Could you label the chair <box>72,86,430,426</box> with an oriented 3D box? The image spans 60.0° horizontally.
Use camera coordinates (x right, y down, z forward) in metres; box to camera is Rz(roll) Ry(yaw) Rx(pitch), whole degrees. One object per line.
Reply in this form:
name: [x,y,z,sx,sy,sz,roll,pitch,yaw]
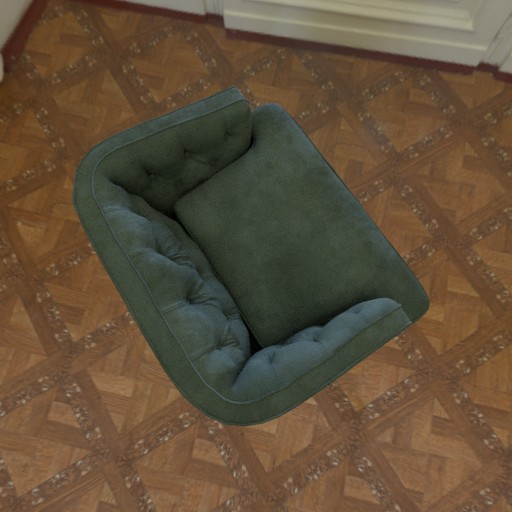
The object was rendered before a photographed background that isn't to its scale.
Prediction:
chair: [0.000,0.000,1.760,0.941,0.852,1.104,-32,76,-9]
